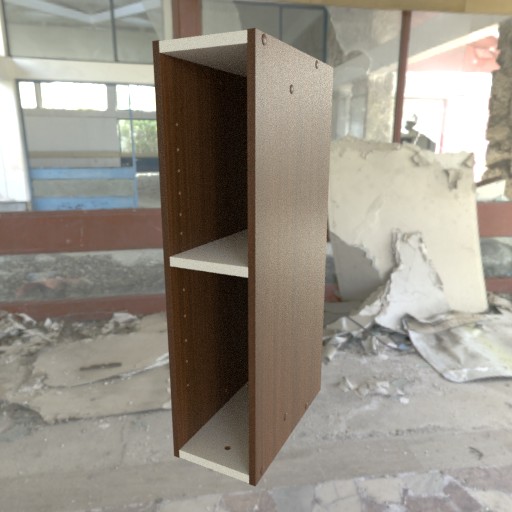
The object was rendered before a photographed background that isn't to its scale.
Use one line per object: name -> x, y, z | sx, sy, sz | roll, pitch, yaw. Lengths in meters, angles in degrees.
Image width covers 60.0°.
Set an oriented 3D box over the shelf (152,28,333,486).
shelf -> 0.000, 0.000, 0.718 | 0.147, 0.600, 0.290 | 7, 16, 26
